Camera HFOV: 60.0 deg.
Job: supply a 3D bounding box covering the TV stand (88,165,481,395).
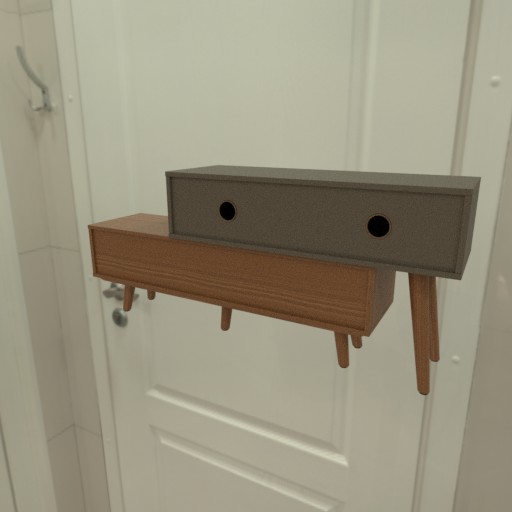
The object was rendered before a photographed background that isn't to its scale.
[{"bbox_3d":[0.000,0.000,1.560,1.336,0.591,0.329,9,18,28],"label":"TV stand"}]
